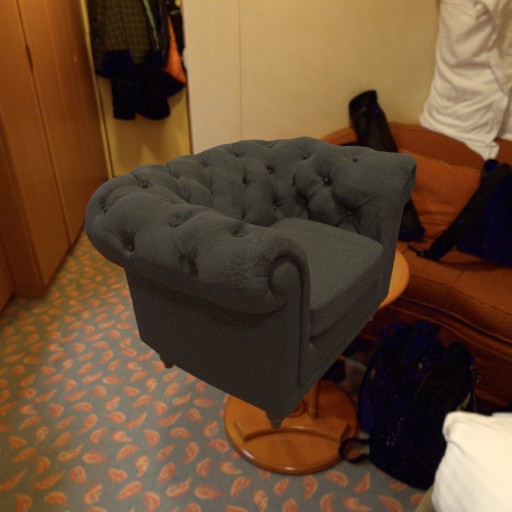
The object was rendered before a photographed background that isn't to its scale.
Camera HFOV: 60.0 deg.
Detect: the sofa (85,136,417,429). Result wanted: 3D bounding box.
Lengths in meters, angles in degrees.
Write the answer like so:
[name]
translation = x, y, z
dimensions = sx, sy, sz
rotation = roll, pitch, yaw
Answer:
[sofa]
translation = 0.000, 0.000, 2.049
dimensions = 1.032, 0.878, 1.405
rotation = 18, 32, 32
